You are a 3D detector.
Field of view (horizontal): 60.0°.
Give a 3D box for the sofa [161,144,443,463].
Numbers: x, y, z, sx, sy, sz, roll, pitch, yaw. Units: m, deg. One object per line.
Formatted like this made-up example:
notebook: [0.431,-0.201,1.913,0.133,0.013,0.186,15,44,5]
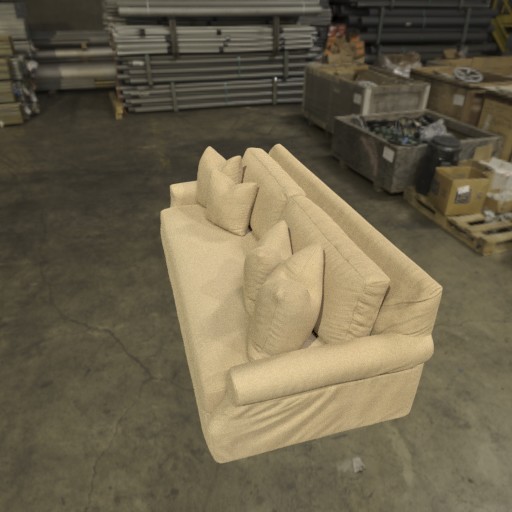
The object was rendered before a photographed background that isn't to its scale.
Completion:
sofa: [0.000,0.000,2.818,1.067,0.904,2.285,-8,32,-14]
